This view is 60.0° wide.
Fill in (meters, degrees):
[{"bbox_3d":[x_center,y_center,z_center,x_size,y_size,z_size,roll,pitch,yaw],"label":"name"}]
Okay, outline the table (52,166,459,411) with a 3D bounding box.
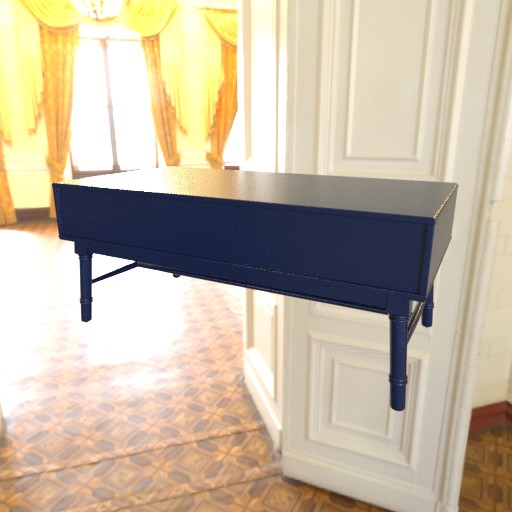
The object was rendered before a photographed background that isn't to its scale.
[{"bbox_3d":[0.000,0.000,1.381,1.067,0.457,0.572,9,19,26],"label":"table"}]
